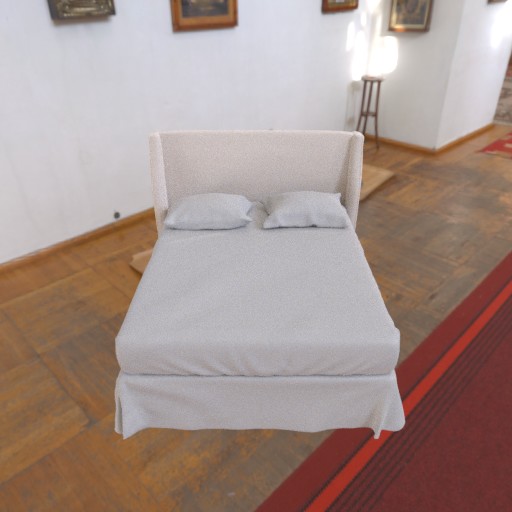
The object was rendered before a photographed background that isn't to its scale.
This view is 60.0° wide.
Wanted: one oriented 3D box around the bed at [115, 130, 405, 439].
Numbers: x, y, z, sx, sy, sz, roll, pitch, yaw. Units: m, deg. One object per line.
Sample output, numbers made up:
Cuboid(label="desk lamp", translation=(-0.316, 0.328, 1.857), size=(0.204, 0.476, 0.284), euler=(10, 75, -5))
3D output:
Cuboid(label="bed", translation=(0.000, 0.000, 3.371), size=(1.925, 1.332, 2.276), euler=(0, 31, 0))
